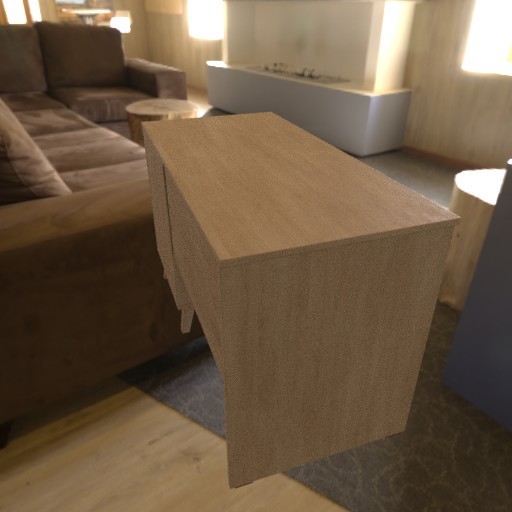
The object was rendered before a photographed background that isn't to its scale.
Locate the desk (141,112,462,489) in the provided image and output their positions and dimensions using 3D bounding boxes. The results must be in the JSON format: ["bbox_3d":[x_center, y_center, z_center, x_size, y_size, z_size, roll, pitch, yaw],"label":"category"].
[{"bbox_3d":[0.000,0.000,1.675,0.600,0.770,1.251,-10,31,-17],"label":"desk"}]
